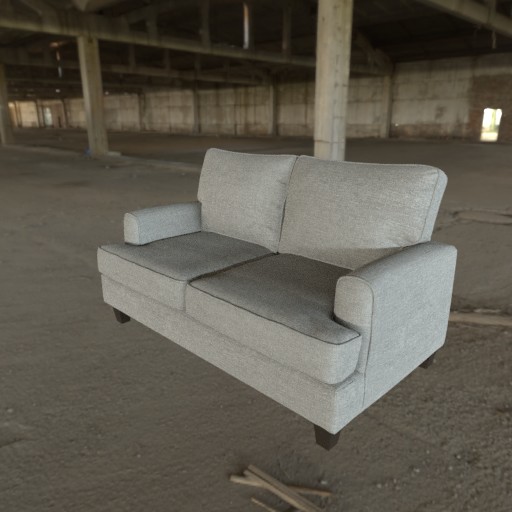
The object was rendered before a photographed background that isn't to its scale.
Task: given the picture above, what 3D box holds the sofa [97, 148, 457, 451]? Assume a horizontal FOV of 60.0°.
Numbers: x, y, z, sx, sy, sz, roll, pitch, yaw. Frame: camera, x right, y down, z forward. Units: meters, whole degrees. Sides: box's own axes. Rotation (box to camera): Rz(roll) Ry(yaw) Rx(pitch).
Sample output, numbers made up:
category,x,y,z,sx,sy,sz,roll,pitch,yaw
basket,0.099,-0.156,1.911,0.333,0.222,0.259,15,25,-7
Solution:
category,x,y,z,sx,sy,sz,roll,pitch,yaw
sofa,0.000,0.000,2.235,1.651,0.965,0.965,16,24,42
